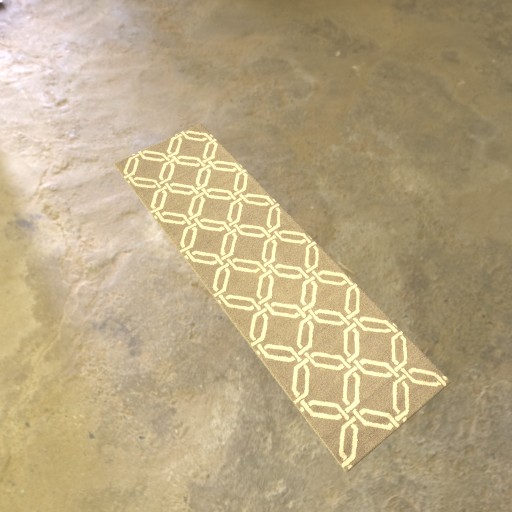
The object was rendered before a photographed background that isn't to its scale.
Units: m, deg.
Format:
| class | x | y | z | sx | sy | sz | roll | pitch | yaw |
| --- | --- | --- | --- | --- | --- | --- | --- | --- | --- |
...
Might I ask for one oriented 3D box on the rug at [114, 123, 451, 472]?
| class | x | y | z | sx | sy | sz | roll | pitch | yaw |
| --- | --- | --- | --- | --- | --- | --- | --- | --- | --- |
| rug | 0.000 | 0.000 | 2.528 | 0.678 | 0.014 | 2.276 | -31 | 62 | -19 |
